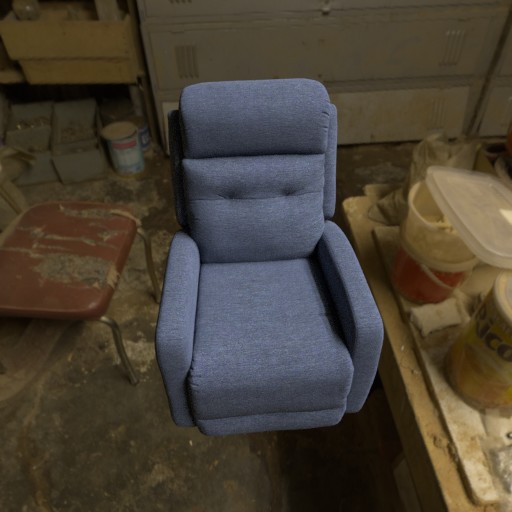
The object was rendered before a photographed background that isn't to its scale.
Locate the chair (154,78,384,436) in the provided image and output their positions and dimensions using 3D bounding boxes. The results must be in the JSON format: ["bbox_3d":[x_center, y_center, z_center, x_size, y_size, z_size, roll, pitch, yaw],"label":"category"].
[{"bbox_3d":[0.000,0.000,1.729,0.798,1.013,1.043,-3,47,-3],"label":"chair"}]
